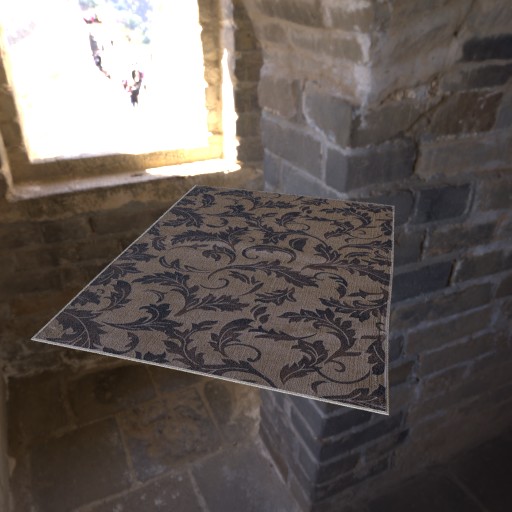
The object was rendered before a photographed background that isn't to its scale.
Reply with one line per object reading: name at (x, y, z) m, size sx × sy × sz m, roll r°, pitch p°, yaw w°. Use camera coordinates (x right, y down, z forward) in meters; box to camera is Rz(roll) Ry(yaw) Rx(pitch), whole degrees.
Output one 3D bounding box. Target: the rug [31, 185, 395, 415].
rug at (0.000, 0.000, 3.979) m, size 2.380 × 0.008 × 2.977 m, roll 8°, pitch 31°, yaw 13°
